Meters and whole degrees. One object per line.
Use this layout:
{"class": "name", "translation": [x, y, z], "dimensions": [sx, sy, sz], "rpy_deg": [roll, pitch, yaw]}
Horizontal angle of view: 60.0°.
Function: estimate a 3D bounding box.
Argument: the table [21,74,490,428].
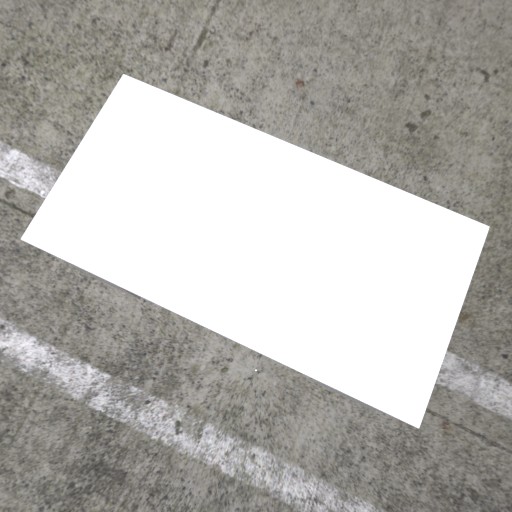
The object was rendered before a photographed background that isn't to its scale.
{"class": "table", "translation": [0.000, 0.000, 1.267], "dimensions": [1.000, 0.440, 0.500], "rpy_deg": [24, 77, 6]}
